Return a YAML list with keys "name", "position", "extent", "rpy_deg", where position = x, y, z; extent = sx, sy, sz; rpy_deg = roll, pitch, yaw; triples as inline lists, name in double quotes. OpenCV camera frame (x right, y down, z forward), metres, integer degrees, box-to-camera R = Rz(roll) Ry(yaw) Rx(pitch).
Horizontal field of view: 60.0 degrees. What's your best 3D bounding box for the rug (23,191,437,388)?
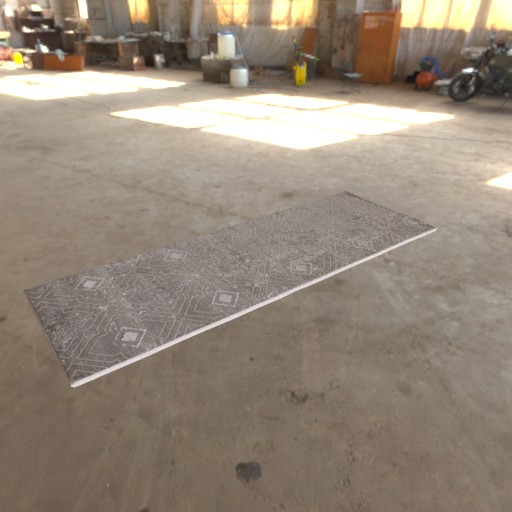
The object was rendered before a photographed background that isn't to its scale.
- name: "rug"
  position: [0.000, 0.000, 2.613]
  extent: [2.381, 0.035, 0.832]
  rpy_deg: [-20, 35, -31]
